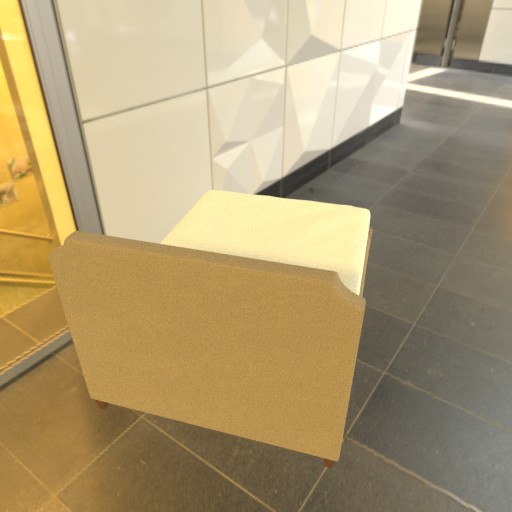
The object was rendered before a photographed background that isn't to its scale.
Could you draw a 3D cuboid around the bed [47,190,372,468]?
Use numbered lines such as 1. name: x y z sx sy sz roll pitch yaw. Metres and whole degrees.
1. bed: 0.000 0.000 3.447 1.703 1.415 2.329 9 34 13
